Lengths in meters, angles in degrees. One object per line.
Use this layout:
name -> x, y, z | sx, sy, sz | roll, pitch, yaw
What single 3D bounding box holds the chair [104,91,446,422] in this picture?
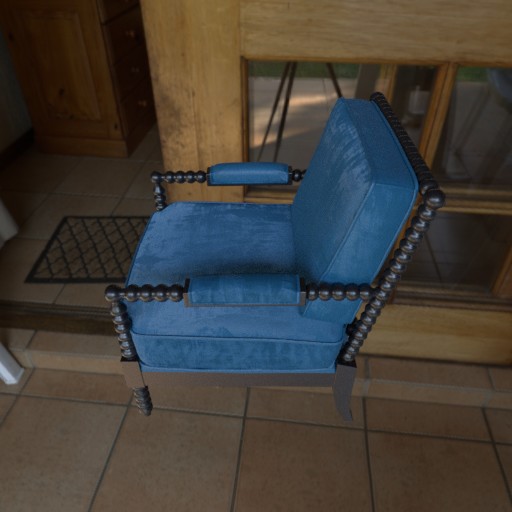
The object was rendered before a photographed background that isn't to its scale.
chair -> 0.000, 0.000, 1.416 | 0.805, 0.857, 0.688 | 0, 39, 0
